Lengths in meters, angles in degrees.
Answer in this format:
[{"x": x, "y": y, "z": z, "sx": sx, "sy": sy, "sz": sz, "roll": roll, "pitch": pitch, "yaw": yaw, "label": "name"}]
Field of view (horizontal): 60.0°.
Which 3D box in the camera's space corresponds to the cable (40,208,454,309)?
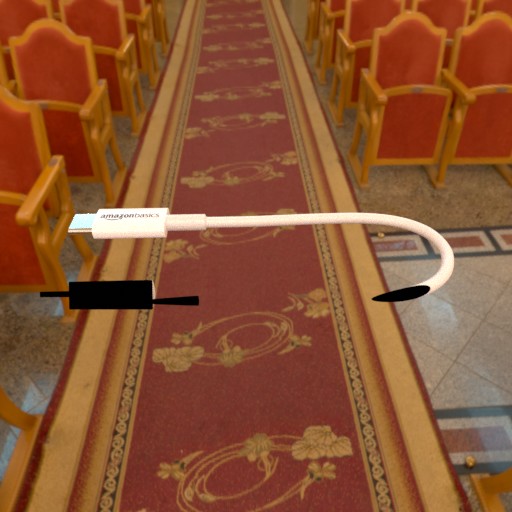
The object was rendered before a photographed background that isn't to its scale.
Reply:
[{"x": 0.000, "y": 0.000, "z": 0.110, "sx": 0.098, "sy": 0.006, "sz": 0.040, "roll": -1, "pitch": 40, "yaw": -1, "label": "cable"}]
